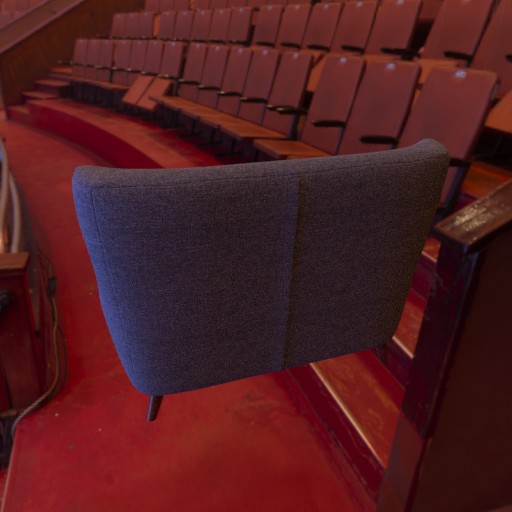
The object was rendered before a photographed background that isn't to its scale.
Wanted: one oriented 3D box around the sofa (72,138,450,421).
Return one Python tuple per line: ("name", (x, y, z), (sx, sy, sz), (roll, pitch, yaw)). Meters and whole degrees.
("sofa", (0.000, 0.000, 1.960), (1.358, 1.028, 0.874), (-9, 27, -17))
